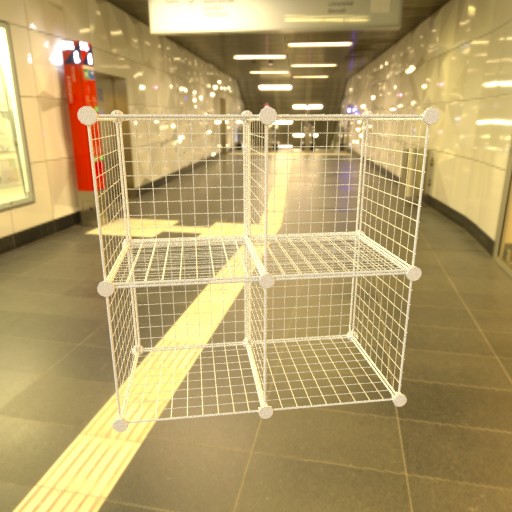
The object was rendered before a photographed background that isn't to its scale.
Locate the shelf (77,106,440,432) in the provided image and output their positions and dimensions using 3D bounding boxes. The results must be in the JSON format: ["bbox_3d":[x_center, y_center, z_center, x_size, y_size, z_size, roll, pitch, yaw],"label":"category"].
[{"bbox_3d":[0.000,0.000,1.129,0.711,0.711,0.356,-2,17,-8],"label":"shelf"}]
